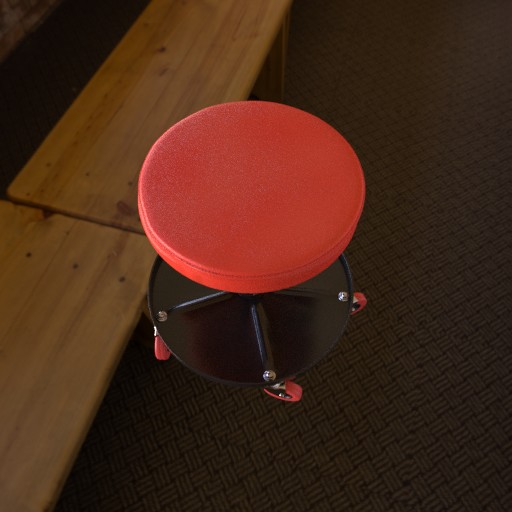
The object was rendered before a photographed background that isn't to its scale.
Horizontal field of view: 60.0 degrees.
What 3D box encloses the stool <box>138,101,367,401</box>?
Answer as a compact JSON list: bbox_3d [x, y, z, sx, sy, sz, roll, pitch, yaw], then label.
[{"bbox_3d":[0.000,0.000,0.677,0.382,0.365,0.381,-13,60,-8],"label":"stool"}]
